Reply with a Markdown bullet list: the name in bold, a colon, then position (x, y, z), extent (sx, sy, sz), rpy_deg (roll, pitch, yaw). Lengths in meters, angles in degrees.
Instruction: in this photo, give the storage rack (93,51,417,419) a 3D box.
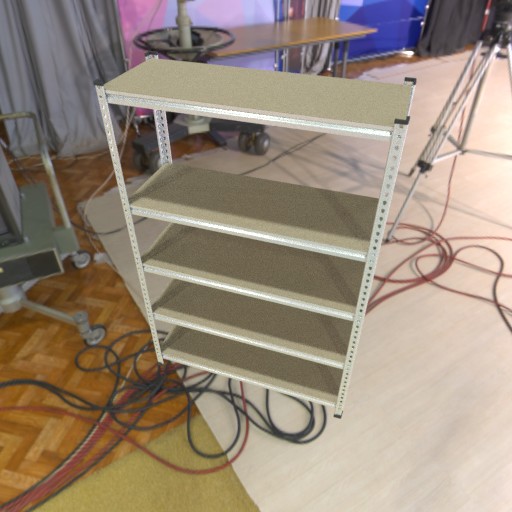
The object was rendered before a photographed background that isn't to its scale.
- **storage rack**: position (0.000, 0.000, 2.356), extent (1.219, 1.829, 0.457), rpy_deg (12, 41, 14)
